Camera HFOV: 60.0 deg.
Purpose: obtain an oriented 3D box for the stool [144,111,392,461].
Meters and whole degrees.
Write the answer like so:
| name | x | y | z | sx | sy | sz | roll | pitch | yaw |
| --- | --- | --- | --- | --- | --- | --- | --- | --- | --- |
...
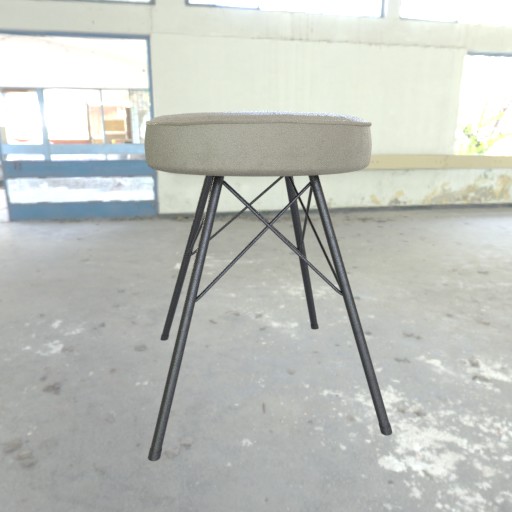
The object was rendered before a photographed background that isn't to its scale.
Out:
| name | x | y | z | sx | sy | sz | roll | pitch | yaw |
| --- | --- | --- | --- | --- | --- | --- | --- | --- | --- |
| stool | 0.000 | 0.000 | 0.883 | 0.423 | 0.538 | 0.457 | -2 | 15 | -9 |
